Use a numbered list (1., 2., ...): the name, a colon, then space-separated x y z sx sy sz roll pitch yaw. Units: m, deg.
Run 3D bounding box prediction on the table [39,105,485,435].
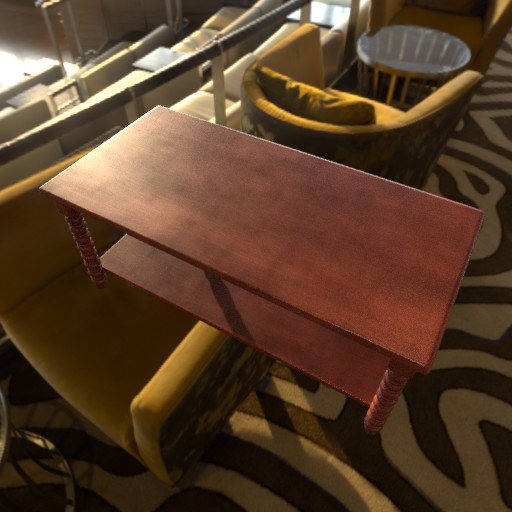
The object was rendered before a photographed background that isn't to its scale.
1. table: 0.000 0.000 1.457 1.171 0.485 0.580 23 52 20
